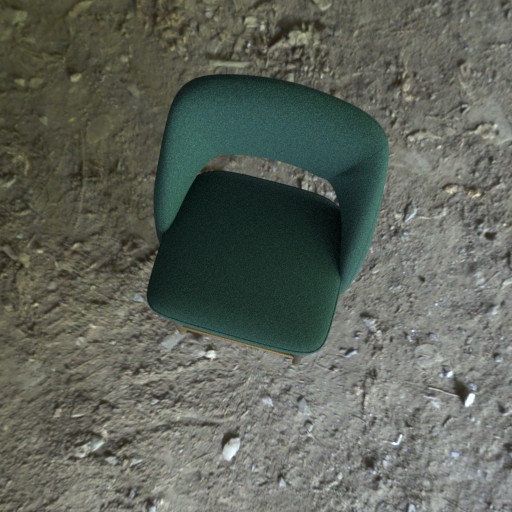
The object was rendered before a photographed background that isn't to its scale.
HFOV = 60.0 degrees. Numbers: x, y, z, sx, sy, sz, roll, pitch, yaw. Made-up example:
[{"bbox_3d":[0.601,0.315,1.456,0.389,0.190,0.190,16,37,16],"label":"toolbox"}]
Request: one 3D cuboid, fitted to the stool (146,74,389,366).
[{"bbox_3d":[0.000,0.000,1.268,0.536,0.939,0.522,15,77,3],"label":"stool"}]
